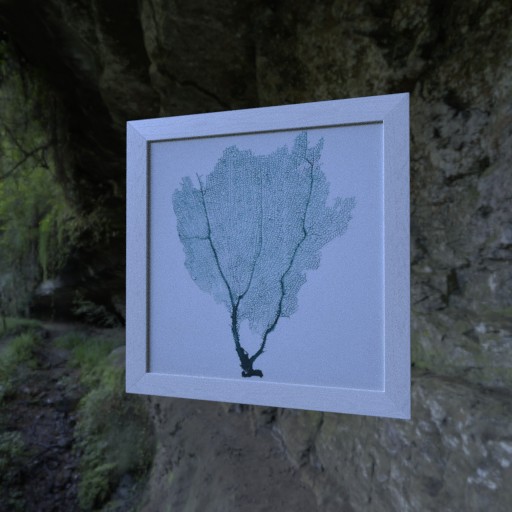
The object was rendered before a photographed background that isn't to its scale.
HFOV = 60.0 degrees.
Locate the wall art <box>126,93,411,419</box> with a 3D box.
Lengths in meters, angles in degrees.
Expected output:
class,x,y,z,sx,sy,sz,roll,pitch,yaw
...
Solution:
class,x,y,z,sx,sy,sz,roll,pitch,yaw
wall art,0.000,0.000,0.870,0.572,0.577,0.015,0,-1,16
